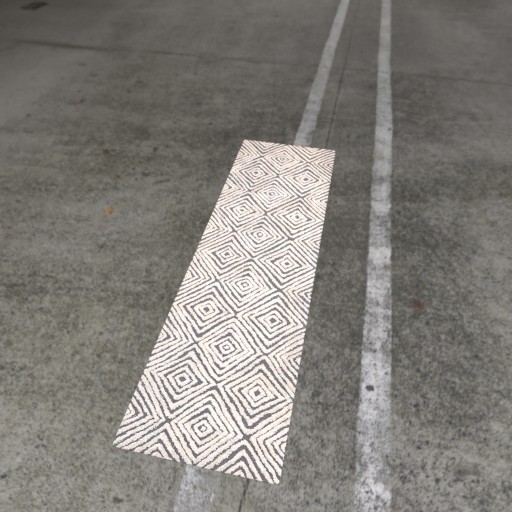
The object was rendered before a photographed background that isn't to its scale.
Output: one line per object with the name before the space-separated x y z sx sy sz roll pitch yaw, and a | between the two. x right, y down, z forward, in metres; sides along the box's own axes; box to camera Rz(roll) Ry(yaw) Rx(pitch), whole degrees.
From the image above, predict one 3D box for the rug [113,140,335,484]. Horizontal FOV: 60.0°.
rug | 0.000 0.000 2.476 0.676 0.008 2.277 9 47 8
